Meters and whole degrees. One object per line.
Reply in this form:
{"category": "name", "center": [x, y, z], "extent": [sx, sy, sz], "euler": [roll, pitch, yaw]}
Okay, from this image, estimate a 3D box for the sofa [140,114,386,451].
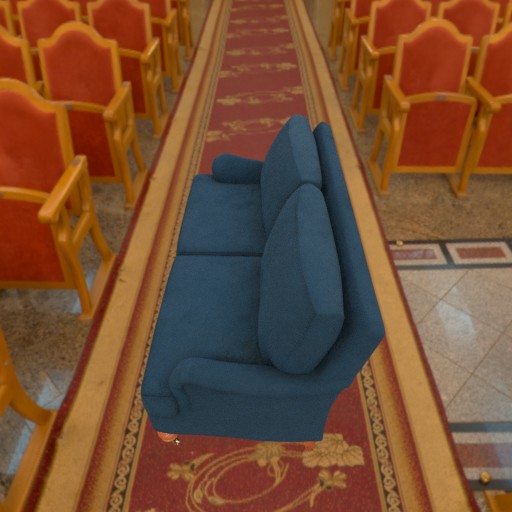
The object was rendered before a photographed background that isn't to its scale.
{"category": "sofa", "center": [0.000, 0.000, 2.842], "extent": [1.084, 1.101, 2.141], "euler": [1, 40, 1]}
